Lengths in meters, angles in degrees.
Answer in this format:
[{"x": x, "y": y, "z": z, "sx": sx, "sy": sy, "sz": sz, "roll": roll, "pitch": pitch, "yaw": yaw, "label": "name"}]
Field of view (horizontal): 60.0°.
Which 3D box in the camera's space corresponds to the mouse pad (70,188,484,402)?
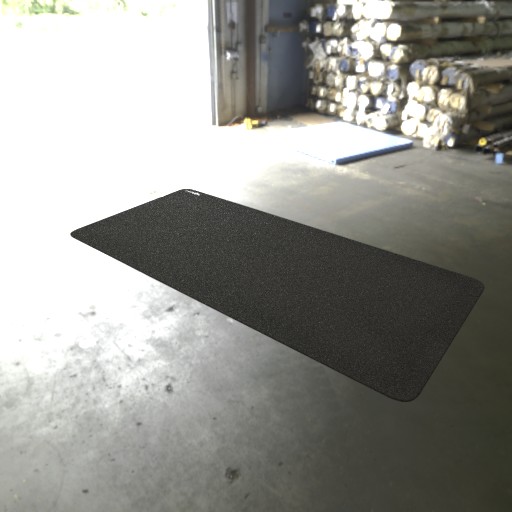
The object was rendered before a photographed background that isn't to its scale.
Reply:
[{"x": 0.000, "y": 0.000, "z": 1.030, "sx": 0.907, "sy": 0.003, "sz": 0.424, "roll": 21, "pitch": 36, "yaw": 33, "label": "mouse pad"}]
